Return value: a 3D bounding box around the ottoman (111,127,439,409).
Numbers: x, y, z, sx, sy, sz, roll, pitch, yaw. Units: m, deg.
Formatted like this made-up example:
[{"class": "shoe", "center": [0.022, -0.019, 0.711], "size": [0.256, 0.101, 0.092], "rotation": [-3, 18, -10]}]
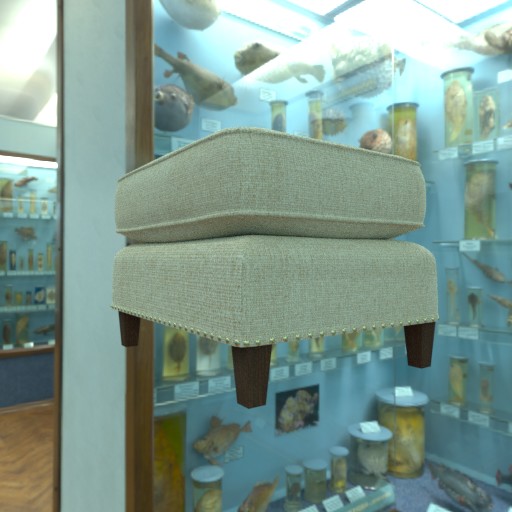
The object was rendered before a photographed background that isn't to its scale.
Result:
[{"class": "ottoman", "center": [0.000, 0.000, 1.200], "size": [0.589, 0.537, 0.738], "rotation": [0, 0, -35]}]
